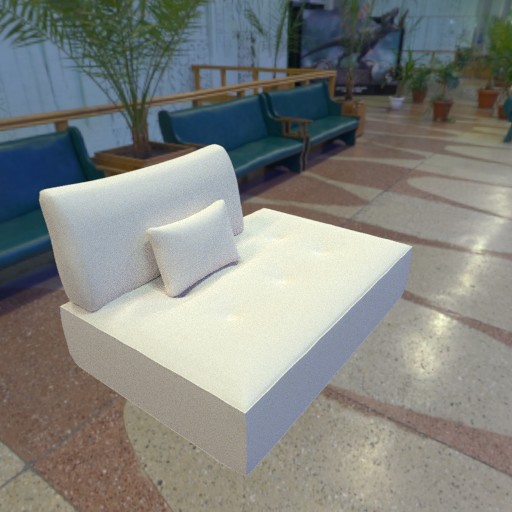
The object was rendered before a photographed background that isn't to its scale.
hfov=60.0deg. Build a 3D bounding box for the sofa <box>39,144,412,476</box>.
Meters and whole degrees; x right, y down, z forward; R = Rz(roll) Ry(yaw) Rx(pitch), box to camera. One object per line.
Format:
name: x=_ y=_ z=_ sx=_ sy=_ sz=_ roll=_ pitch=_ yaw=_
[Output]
sofa: x=0.000 y=0.000 z=2.054 sx=1.000 sy=0.820 sz=1.450 roll=18 pitch=32 yaw=32
